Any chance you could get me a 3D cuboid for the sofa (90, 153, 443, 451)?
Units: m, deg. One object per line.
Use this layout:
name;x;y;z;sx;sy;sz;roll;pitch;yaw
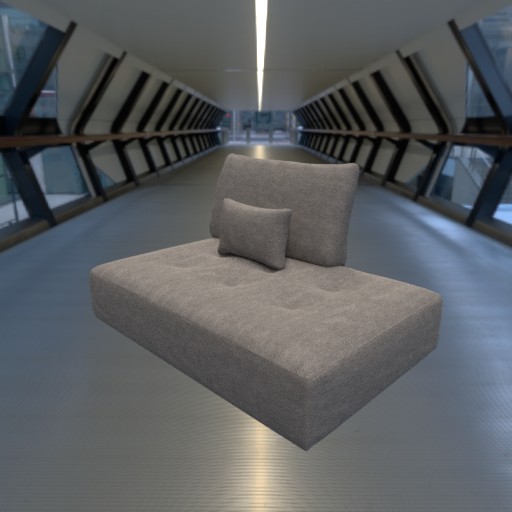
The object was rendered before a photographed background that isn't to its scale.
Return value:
sofa;0.000;0.000;2.058;1.450;0.820;1.002;16;23;42
